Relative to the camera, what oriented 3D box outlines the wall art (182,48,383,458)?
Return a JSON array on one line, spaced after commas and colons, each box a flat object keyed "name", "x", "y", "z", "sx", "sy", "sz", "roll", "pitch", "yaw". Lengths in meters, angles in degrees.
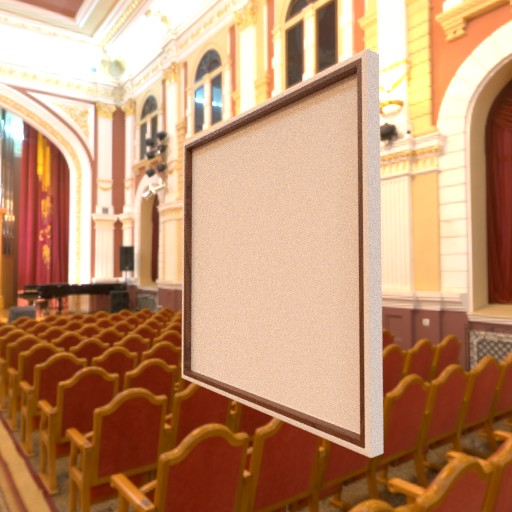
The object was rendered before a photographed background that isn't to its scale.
[{"name": "wall art", "x": 0.000, "y": 0.000, "z": 1.132, "sx": 0.037, "sy": 0.757, "sz": 0.757, "roll": 2, "pitch": -3, "yaw": -36}]
